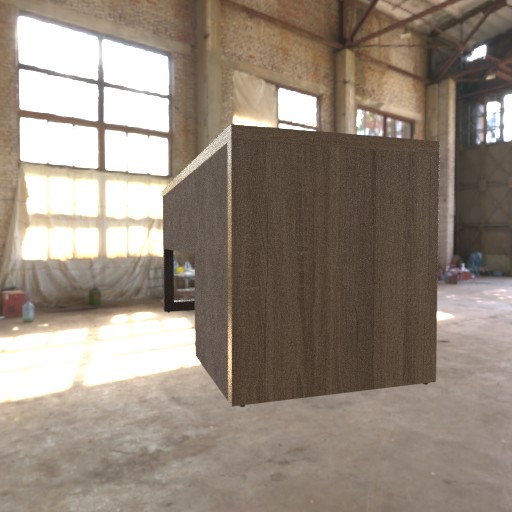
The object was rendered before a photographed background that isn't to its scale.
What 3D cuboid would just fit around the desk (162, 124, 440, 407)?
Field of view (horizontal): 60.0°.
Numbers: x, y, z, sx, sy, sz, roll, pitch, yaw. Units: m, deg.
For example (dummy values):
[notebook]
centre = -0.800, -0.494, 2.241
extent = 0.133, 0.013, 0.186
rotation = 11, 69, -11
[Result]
[desk]
centre = 0.000, 0.000, 2.088
extent = 0.690, 0.760, 1.700
rotation = -1, 2, -18
